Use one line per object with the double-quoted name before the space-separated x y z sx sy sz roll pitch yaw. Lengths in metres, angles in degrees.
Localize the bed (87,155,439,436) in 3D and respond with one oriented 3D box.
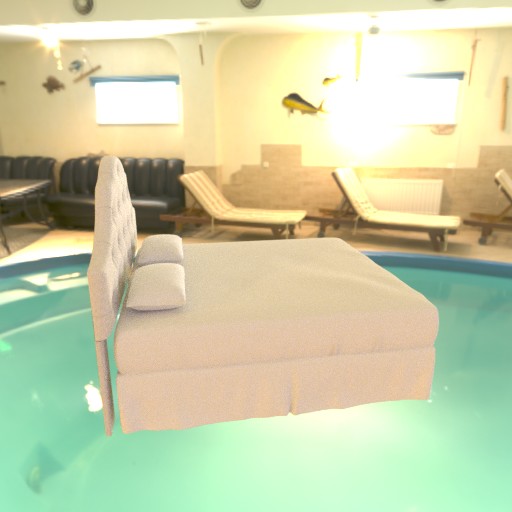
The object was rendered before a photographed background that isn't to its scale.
"bed" 0.000 0.000 3.584 2.214 1.615 2.008 -3 17 -10
